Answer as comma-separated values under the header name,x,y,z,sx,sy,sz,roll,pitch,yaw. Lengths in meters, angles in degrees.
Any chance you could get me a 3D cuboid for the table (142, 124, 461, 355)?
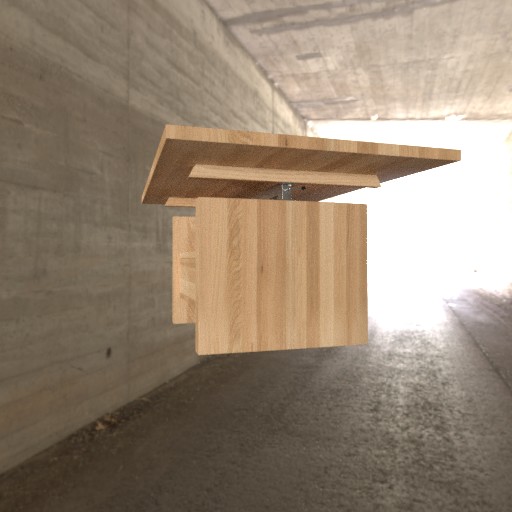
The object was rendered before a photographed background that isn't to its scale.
name,x,y,z,sx,sy,sz,roll,pitch,yaw
table,0.000,0.000,1.490,0.700,0.510,1.100,0,0,-17
